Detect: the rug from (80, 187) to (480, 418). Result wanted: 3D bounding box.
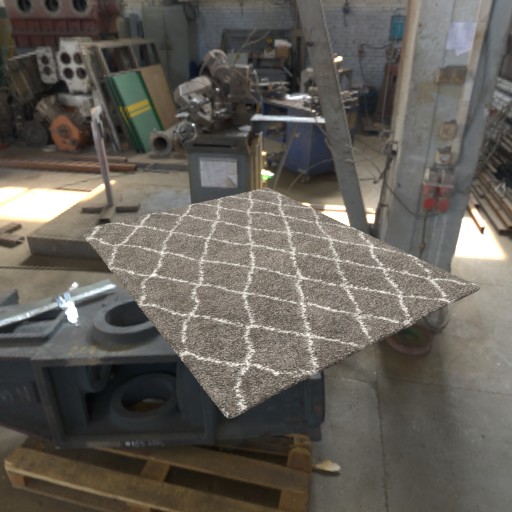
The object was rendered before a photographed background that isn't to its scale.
[{"bbox_3d":[0.000,0.000,4.172,2.438,0.029,3.047,-18,32,-30],"label":"rug"}]
